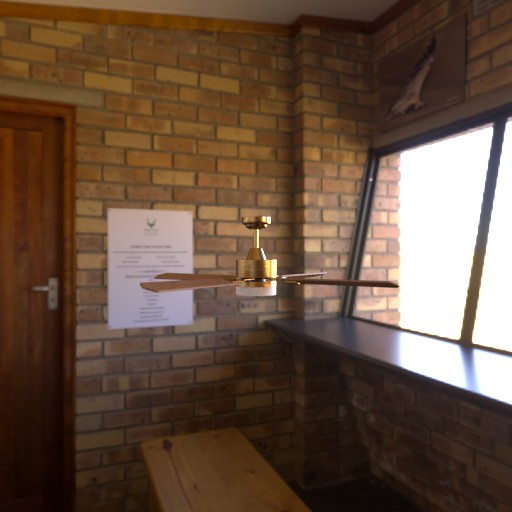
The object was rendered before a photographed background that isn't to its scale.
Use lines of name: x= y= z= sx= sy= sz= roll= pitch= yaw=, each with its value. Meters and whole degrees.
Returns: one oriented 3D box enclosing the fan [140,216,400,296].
fan: x=0.000 y=0.000 z=2.048 sx=1.320 sy=0.355 sz=1.320 roll=0 pitch=0 yaw=35
